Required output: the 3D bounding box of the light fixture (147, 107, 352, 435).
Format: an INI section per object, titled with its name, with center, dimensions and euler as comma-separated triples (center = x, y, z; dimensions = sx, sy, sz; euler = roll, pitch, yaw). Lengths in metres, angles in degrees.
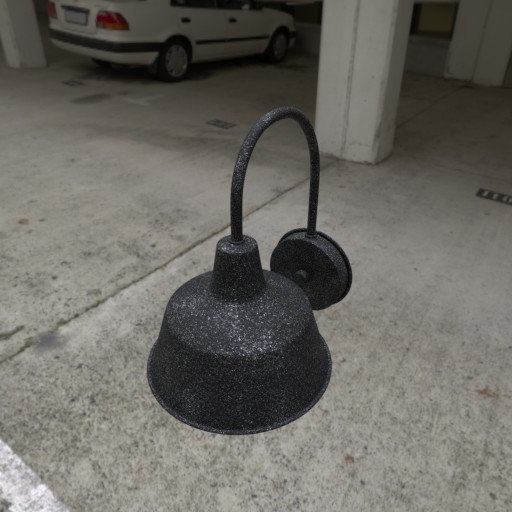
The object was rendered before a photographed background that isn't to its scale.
[light fixture]
center = 0.000, 0.000, 0.486
dimensions = 0.216, 0.300, 0.283
euler = 19, 36, 29
